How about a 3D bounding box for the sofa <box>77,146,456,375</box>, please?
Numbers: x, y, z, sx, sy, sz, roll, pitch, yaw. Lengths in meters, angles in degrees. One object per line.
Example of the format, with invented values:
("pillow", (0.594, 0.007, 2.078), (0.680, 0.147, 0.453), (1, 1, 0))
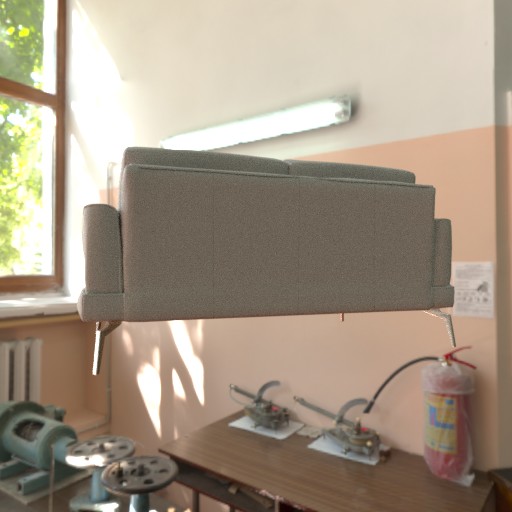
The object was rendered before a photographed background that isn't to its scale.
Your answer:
("sofa", (0.000, 0.000, 2.457), (1.819, 0.930, 1.121), (0, -1, -19))
